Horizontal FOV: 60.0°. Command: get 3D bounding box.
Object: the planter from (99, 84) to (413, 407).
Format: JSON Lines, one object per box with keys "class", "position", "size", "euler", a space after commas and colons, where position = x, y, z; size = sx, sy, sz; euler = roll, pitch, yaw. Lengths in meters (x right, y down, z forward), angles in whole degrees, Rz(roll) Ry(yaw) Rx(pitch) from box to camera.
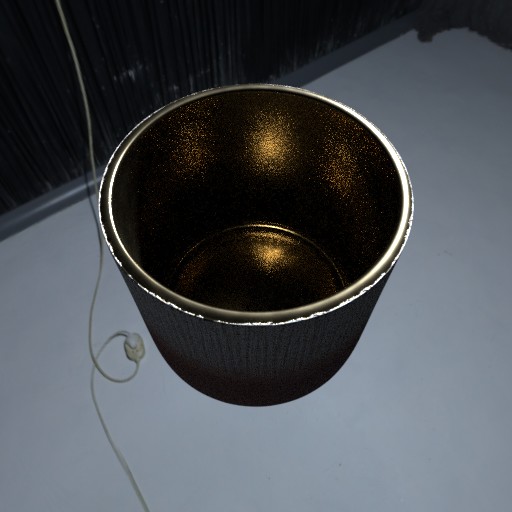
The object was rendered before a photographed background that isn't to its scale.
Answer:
{"class": "planter", "position": [0.000, 0.000, 0.315], "size": [0.178, 0.157, 0.178], "euler": [0, 58, 0]}
